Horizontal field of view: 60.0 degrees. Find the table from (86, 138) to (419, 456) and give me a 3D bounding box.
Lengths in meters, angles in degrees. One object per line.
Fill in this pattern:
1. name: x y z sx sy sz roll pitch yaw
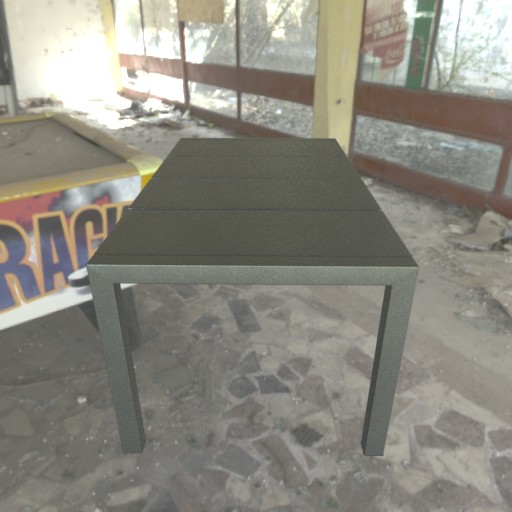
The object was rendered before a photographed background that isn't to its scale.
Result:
1. table: 0.000 0.000 1.271 0.559 0.460 0.965 0 27 1
